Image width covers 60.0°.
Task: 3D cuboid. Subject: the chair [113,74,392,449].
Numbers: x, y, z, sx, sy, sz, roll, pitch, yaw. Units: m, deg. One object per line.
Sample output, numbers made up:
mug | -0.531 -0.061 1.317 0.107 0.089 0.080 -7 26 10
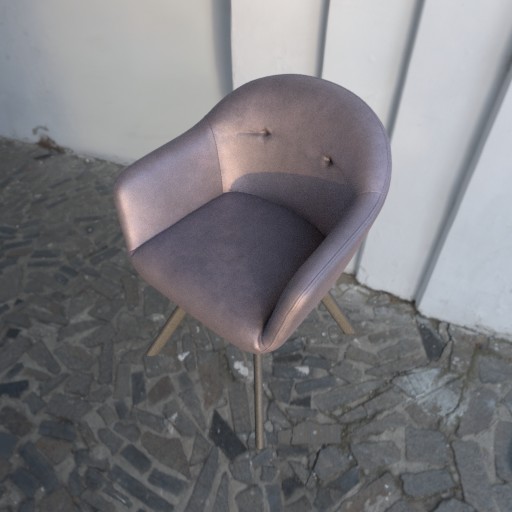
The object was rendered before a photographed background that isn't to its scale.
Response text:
chair | 0.000 0.000 1.185 0.567 0.781 0.544 31 53 27
